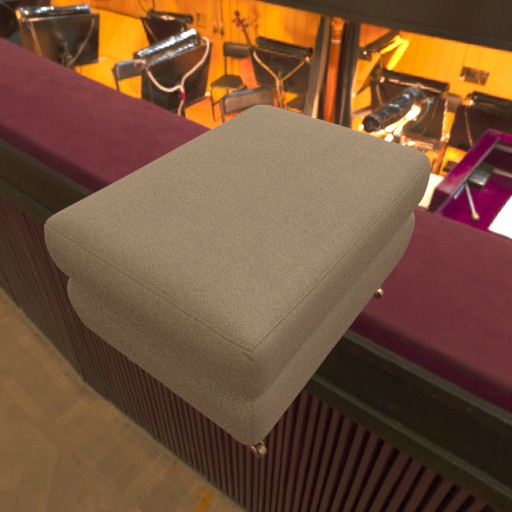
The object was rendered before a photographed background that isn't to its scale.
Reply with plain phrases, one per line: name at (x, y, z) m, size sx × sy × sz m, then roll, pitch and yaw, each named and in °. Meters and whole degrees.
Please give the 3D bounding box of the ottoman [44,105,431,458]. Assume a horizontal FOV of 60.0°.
ottoman at (0.000, 0.000, 1.132) m, size 0.569 × 0.499 × 0.773 m, roll 27°, pitch 48°, yaw 27°
